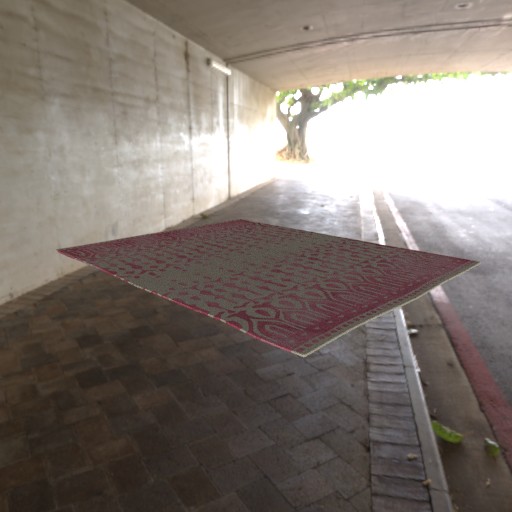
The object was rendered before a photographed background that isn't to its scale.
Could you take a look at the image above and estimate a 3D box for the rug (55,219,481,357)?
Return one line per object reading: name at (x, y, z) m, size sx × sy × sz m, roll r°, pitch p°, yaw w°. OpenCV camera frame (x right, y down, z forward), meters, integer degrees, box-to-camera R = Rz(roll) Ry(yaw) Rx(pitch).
rug at (0.000, 0.000, 4.040) m, size 3.095 × 0.016 × 2.441 m, roll 14°, pitch 20°, yaw 43°
